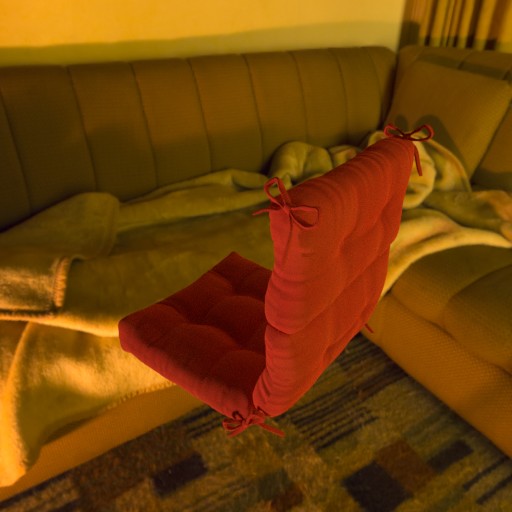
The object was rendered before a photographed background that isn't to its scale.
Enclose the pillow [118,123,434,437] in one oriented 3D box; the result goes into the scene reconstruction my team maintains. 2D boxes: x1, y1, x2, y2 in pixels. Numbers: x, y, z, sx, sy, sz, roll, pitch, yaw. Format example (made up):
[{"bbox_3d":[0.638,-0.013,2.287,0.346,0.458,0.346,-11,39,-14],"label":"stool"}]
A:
[{"bbox_3d":[0.000,0.000,1.042,0.571,0.605,0.519,21,37,31],"label":"pillow"}]
